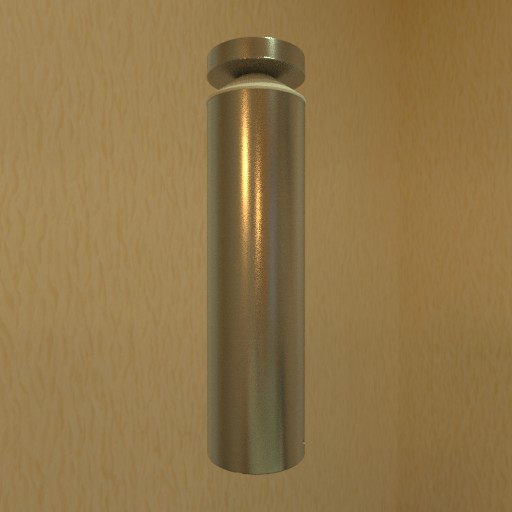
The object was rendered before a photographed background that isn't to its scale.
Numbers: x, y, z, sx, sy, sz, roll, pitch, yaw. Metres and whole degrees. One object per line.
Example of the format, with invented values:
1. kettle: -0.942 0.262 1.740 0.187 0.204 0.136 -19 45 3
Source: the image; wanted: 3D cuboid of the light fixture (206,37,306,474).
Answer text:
1. light fixture: 0.000 0.000 0.455 0.102 0.400 0.102 0 1 19
